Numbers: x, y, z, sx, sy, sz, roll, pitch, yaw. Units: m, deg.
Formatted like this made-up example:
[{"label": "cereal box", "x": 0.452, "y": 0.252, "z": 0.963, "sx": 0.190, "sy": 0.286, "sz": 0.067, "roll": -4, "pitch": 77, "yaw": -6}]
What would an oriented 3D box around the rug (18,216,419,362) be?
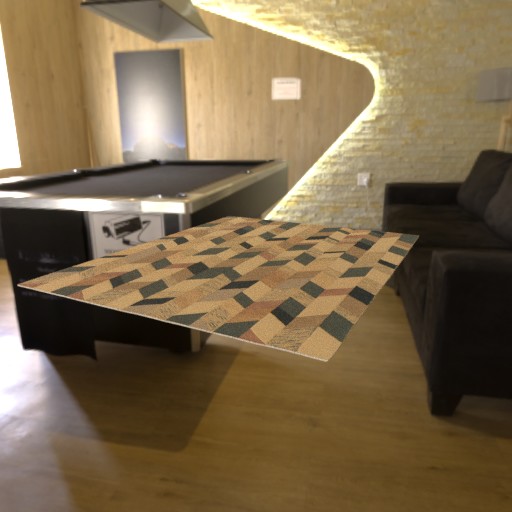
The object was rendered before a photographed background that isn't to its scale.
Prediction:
[{"label": "rug", "x": 0.000, "y": 0.000, "z": 4.090, "sx": 2.451, "sy": 0.011, "sz": 3.072, "roll": 8, "pitch": 18, "yaw": 27}]
